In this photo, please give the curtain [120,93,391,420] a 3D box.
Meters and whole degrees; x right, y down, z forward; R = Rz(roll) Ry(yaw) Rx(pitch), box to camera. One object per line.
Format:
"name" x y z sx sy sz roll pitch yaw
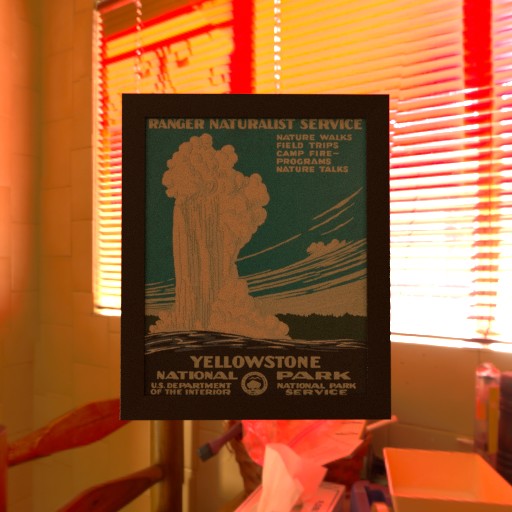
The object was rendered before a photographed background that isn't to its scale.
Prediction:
"curtain" 0.000 0.000 0.807 0.483 0.585 0.027 0 -1 -1
